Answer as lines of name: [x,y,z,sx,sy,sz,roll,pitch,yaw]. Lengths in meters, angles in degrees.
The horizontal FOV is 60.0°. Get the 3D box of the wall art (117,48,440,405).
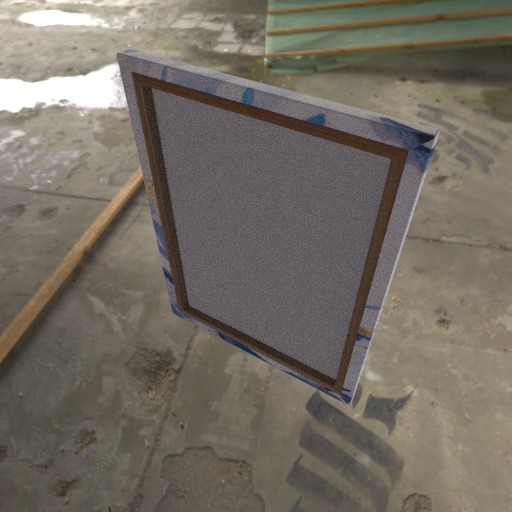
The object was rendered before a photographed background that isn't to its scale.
wall art: [0.000,0.000,1.291,0.761,1.015,0.038,23,50,21]
